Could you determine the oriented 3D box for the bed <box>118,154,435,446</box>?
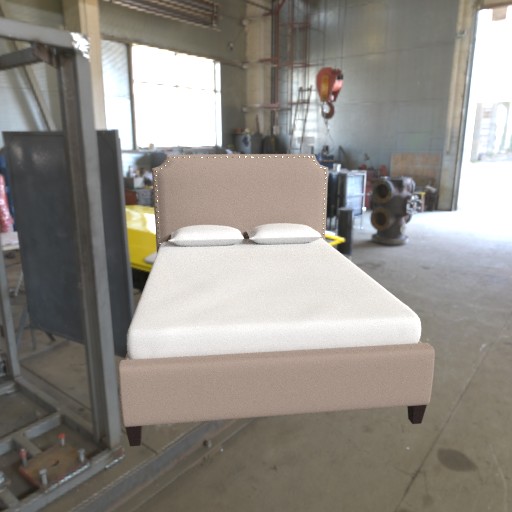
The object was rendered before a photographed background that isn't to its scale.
[{"bbox_3d":[0.000,0.000,3.366,1.713,1.443,2.372,-2,15,-7],"label":"bed"}]
